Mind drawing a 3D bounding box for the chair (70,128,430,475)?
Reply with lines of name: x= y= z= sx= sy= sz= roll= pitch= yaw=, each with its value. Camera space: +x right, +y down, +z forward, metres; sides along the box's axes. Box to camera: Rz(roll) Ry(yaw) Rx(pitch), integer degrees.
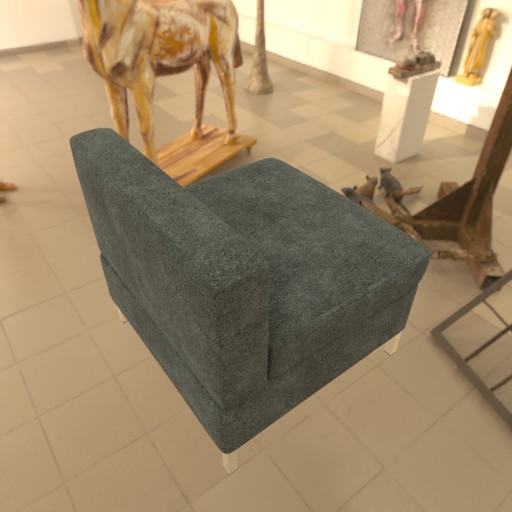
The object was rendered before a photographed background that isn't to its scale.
chair: x=0.000 y=0.000 z=1.226 sx=0.680 sy=0.660 sz=0.680 roll=-26 pitch=46 yaw=-28
